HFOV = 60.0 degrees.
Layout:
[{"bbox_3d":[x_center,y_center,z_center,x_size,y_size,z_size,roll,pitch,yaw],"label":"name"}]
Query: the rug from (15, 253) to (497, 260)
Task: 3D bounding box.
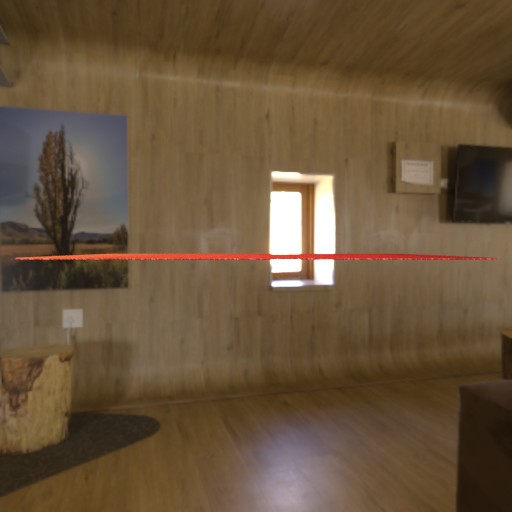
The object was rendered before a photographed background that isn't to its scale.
[{"bbox_3d":[0.000,0.000,2.997,2.442,0.010,1.531,0,1,0],"label":"rug"}]
